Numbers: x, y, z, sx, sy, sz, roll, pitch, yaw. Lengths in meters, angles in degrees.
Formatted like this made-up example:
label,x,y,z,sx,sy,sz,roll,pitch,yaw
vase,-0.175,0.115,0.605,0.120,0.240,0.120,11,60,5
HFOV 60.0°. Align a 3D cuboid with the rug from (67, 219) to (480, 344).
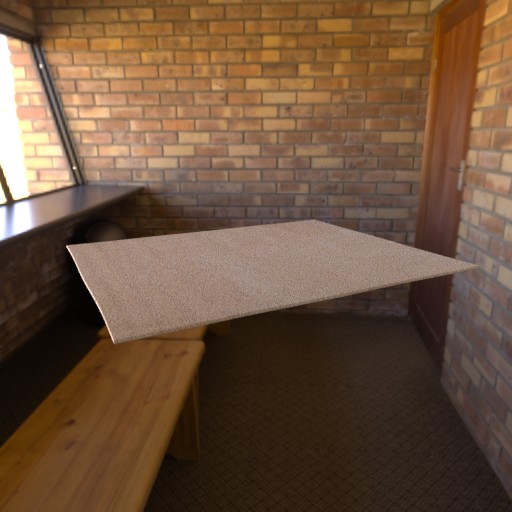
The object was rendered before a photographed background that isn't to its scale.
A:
label,x,y,z,sx,sy,sz,roll,pitch,yaw
rug,0.000,0.000,4.076,3.000,0.025,2.400,-8,17,-27
